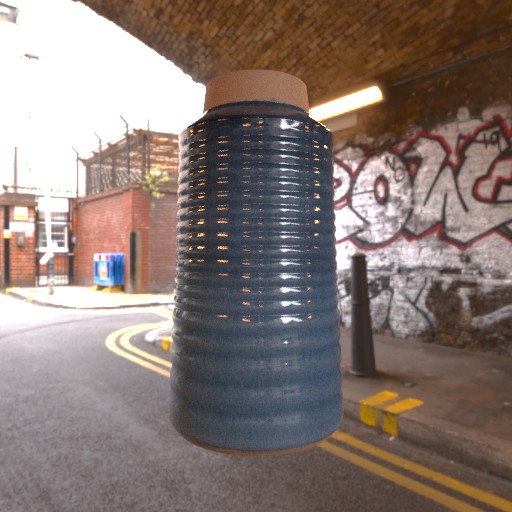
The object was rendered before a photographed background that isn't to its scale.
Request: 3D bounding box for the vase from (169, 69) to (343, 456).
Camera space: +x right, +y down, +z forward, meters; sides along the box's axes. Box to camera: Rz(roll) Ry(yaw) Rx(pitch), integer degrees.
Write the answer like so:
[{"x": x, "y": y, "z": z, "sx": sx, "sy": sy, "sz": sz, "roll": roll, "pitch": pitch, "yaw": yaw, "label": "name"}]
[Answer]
[{"x": 0.000, "y": 0.000, "z": 0.422, "sx": 0.163, "sy": 0.316, "sz": 0.163, "roll": 0, "pitch": 0, "yaw": 0, "label": "vase"}]
